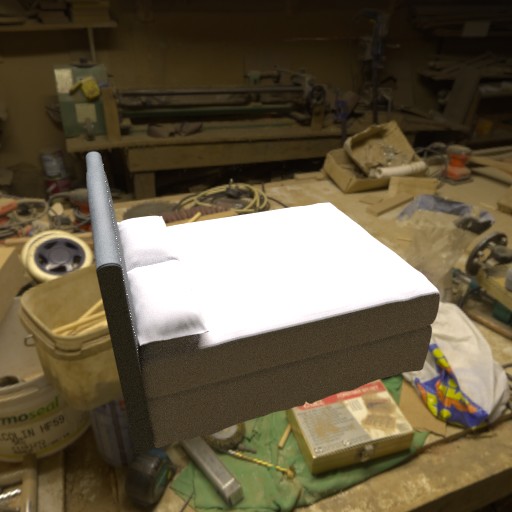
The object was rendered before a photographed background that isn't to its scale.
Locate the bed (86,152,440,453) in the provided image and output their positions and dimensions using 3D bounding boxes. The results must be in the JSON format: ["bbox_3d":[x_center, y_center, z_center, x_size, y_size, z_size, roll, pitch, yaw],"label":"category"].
[{"bbox_3d":[0.000,0.000,3.279,2.143,1.460,1.753,-10,32,-17],"label":"bed"}]
